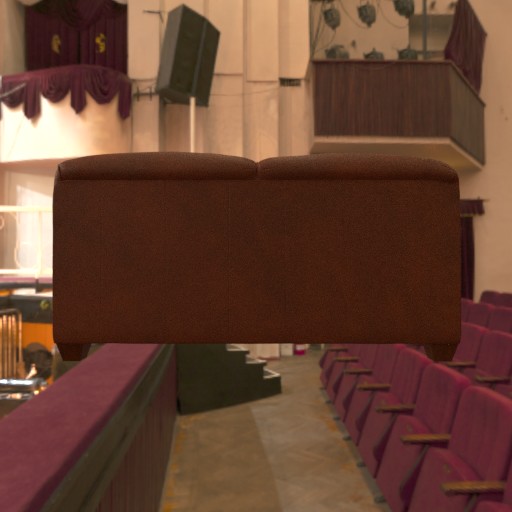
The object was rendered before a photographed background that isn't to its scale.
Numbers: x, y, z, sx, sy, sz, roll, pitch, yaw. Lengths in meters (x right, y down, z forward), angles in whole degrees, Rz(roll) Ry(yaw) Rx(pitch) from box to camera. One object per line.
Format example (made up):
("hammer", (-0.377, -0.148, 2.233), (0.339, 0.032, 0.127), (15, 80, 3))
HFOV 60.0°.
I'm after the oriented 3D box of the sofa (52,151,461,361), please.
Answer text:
("sofa", (0.000, 0.000, 2.461), (1.856, 0.966, 1.000), (0, -1, 0))
